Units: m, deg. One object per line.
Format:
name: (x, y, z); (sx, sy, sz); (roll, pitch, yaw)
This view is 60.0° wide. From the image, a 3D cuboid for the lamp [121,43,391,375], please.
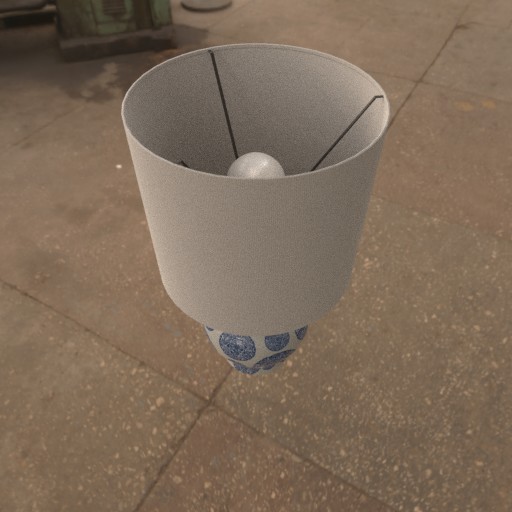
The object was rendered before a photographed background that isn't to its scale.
lamp: (0.000, 0.000, 0.501); (0.215, 0.381, 0.215); (25, 52, 21)
